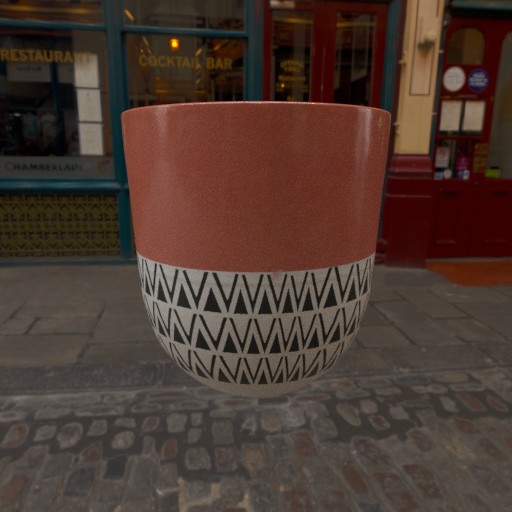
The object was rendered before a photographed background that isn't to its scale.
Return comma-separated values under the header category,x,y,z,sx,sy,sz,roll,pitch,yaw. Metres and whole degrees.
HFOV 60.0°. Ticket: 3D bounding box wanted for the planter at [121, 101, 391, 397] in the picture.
category,x,y,z,sx,sy,sz,roll,pitch,yaw
planter,0.000,0.000,0.357,0.195,0.214,0.195,0,13,0
